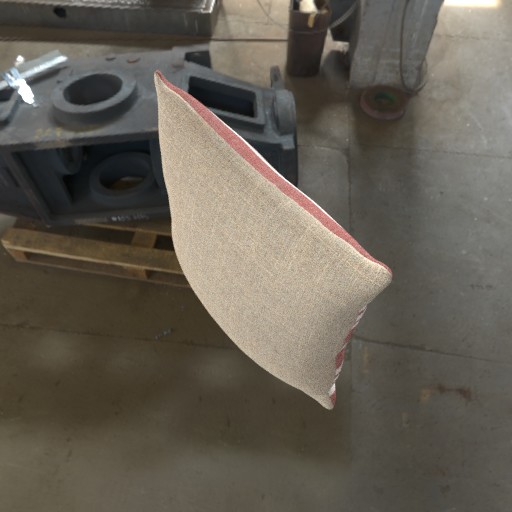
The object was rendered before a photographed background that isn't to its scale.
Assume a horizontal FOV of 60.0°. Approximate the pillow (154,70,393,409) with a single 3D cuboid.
[{"bbox_3d":[0.000,0.000,0.685,0.182,0.427,0.439,-34,63,-20],"label":"pillow"}]
